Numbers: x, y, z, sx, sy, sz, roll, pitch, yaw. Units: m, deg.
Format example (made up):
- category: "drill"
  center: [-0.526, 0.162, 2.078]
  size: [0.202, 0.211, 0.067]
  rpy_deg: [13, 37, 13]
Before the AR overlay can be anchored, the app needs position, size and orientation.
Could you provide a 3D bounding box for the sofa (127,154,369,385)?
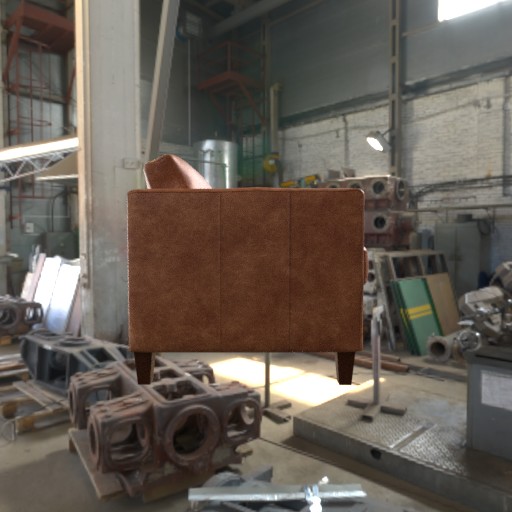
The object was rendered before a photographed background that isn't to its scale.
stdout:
- category: "sofa"
  center: [0.000, 0.000, 3.021]
  size: [1.045, 1.006, 2.464]
  rpy_deg: [0, 2, 0]
